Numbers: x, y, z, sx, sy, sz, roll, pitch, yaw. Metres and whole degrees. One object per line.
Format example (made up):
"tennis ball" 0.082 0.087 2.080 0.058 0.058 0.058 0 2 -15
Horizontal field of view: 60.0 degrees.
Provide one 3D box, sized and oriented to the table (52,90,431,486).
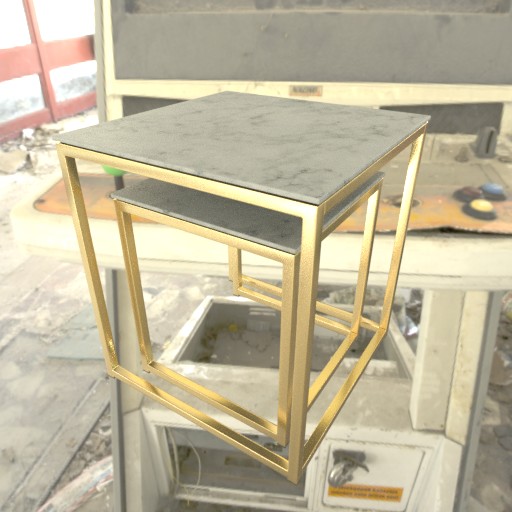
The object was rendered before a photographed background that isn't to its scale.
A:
"table" 0.000 0.000 0.855 0.450 0.500 0.450 18 35 28
